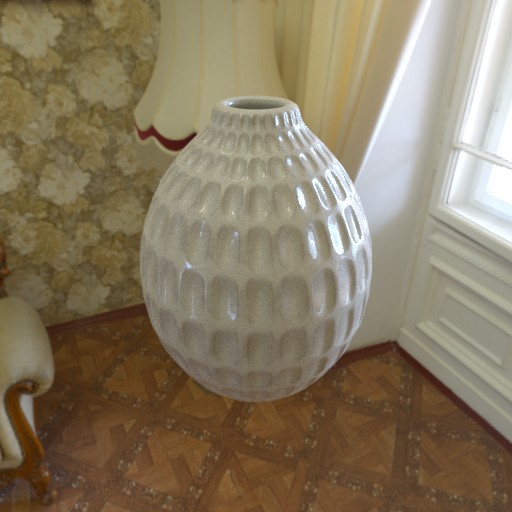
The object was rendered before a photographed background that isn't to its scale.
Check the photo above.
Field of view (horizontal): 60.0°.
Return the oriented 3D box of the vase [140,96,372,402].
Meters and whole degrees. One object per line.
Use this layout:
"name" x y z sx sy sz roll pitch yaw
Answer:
"vase" 0.000 0.000 0.250 0.128 0.167 0.128 0 30 0
